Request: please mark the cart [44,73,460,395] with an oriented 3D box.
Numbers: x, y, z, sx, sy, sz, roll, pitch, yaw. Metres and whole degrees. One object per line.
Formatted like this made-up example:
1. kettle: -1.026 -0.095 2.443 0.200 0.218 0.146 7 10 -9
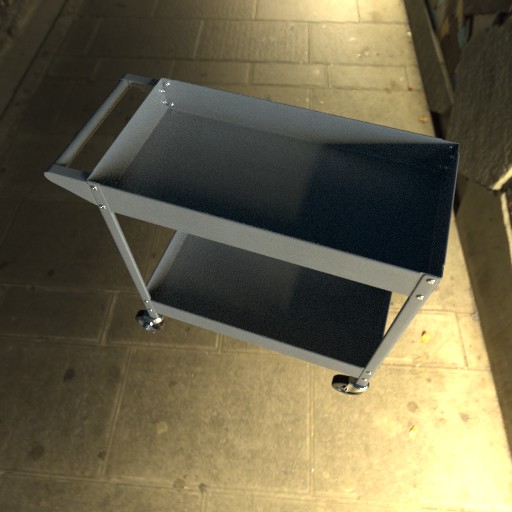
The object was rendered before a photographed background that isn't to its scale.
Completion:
1. cart: 0.000 0.000 1.177 0.779 0.719 0.366 16 59 10
